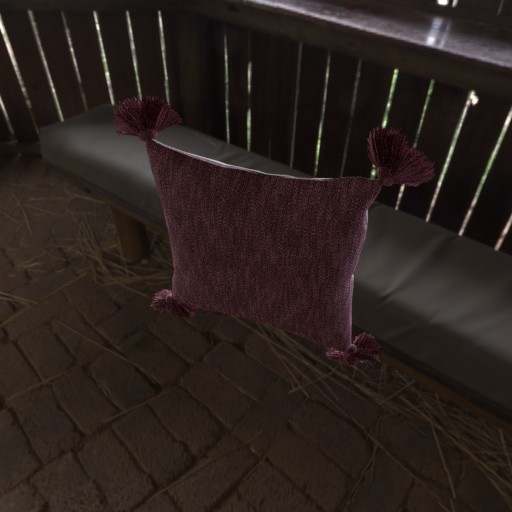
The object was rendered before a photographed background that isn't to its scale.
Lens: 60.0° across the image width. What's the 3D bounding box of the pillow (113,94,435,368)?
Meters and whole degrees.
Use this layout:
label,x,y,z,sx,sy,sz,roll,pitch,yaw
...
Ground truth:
label,x,y,z,sx,sy,sz,roll,pitch,yaw
pillow,0.000,0.000,0.987,0.641,0.659,0.138,14,43,15
